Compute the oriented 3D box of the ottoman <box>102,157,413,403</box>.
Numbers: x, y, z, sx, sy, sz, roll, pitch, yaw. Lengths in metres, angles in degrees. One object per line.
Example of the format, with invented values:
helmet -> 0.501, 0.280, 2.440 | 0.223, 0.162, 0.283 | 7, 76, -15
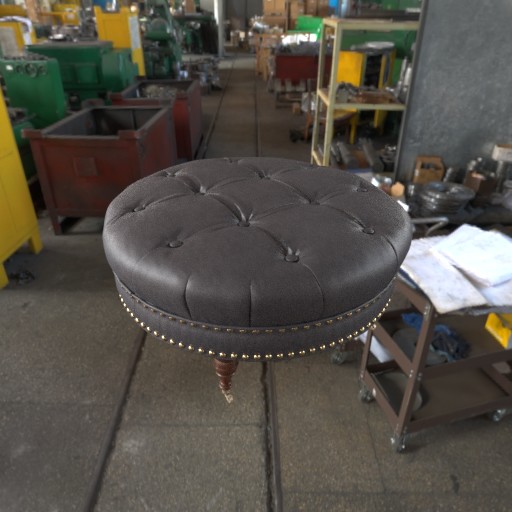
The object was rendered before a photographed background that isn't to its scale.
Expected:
ottoman -> 0.000, 0.000, 1.394 | 0.901, 0.439, 0.901 | 0, 30, 0
